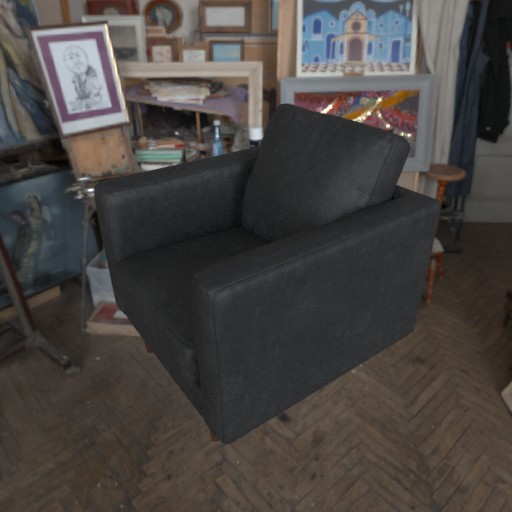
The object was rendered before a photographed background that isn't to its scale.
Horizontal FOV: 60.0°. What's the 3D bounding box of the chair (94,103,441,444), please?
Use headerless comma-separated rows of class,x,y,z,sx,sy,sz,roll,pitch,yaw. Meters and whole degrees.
chair,0.000,0.000,1.566,0.879,0.898,0.831,-20,36,-30
